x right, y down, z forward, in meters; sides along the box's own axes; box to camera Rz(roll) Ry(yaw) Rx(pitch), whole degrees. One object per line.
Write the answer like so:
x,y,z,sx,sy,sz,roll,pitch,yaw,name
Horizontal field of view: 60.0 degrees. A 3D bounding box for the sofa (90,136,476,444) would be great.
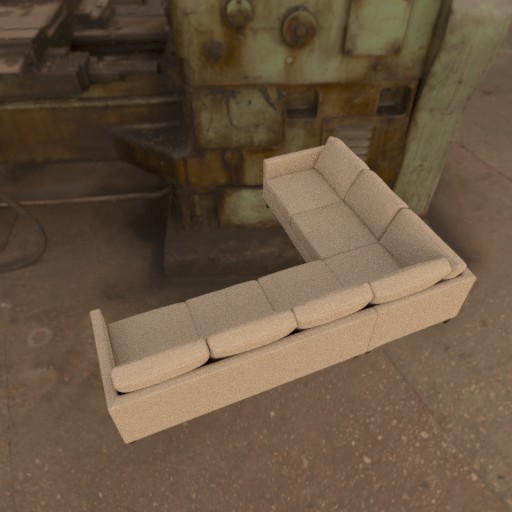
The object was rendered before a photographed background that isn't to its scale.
0.000,0.000,4.376,3.182,0.863,2.432,-16,47,-16,sofa
